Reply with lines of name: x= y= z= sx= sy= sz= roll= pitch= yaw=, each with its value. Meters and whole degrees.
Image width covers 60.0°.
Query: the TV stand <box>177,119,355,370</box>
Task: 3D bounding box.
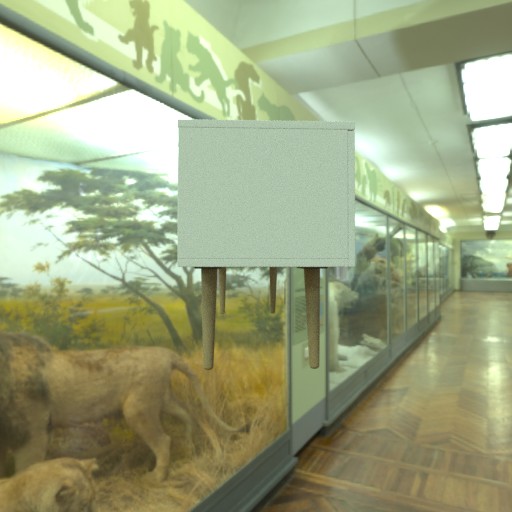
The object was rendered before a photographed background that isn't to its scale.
TV stand: x=0.000 y=0.000 z=1.645 sx=0.401 sy=0.560 sz=1.398 roll=0 pitch=-1 yaw=-3
